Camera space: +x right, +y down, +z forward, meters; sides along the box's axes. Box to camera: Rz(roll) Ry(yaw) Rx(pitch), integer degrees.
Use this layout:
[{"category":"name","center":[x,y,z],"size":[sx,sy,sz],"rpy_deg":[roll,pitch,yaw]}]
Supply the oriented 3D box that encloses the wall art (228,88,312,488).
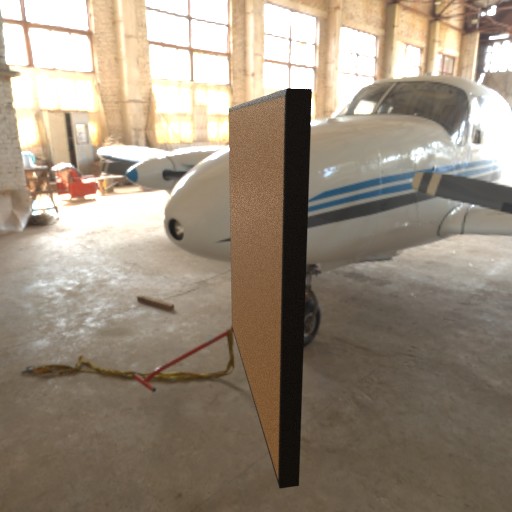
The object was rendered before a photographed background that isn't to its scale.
[{"category":"wall art","center":[0.000,0.000,0.776],"size":[0.028,0.511,0.513],"rpy_deg":[-3,16,-10]}]
